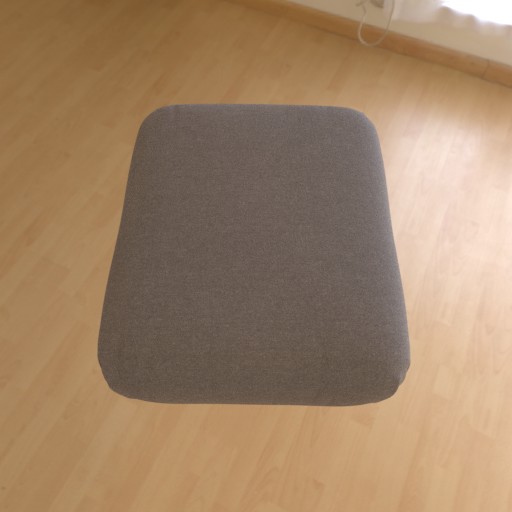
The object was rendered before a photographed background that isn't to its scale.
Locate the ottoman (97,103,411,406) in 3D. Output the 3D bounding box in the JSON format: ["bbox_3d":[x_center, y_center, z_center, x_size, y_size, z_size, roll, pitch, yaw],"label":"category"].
[{"bbox_3d":[0.000,0.000,1.127,0.622,0.450,0.747,1,62,0],"label":"ottoman"}]
